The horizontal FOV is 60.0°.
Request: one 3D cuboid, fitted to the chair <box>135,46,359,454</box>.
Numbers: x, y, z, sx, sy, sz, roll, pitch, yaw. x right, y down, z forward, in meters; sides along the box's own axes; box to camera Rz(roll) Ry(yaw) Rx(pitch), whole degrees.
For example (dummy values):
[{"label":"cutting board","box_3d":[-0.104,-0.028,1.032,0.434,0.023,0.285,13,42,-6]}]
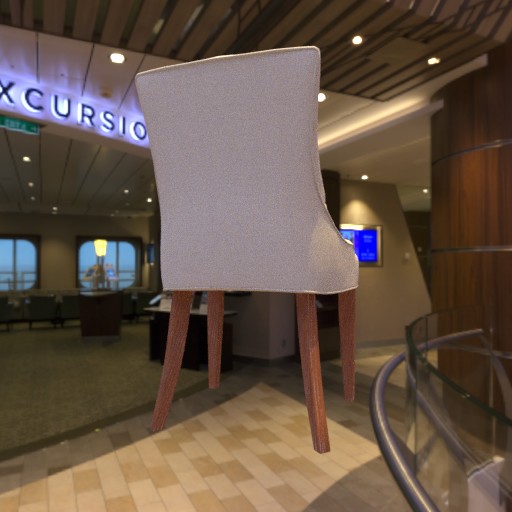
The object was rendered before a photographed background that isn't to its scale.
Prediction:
[{"label":"chair","box_3d":[0.000,0.000,1.212,0.509,0.874,0.565,0,-1,18]}]
